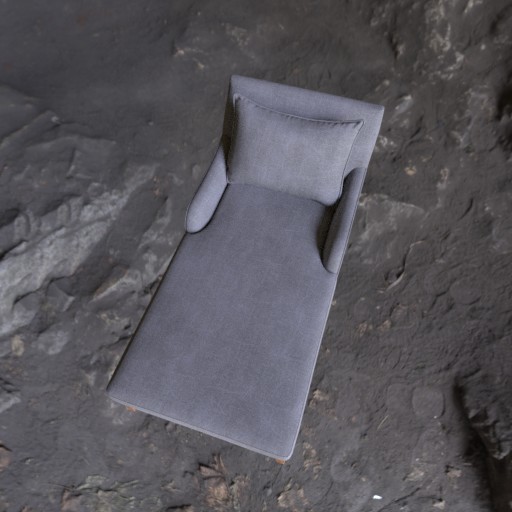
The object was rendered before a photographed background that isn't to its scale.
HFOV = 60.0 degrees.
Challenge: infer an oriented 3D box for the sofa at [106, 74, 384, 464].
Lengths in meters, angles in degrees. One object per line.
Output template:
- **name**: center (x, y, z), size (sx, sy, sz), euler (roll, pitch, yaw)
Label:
- **sofa**: center (0.000, 0.000, 2.335), size (0.894, 0.859, 1.779), euler (16, 60, 9)
